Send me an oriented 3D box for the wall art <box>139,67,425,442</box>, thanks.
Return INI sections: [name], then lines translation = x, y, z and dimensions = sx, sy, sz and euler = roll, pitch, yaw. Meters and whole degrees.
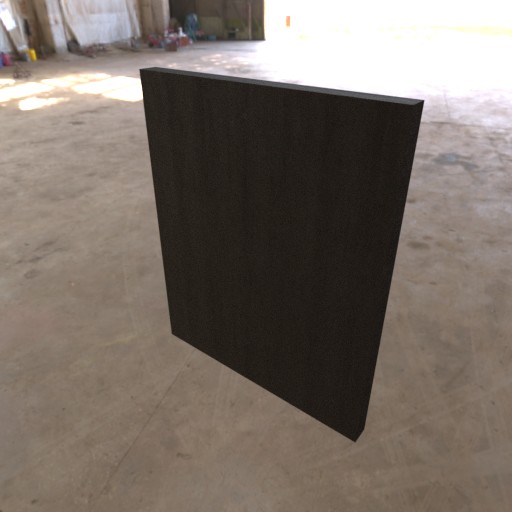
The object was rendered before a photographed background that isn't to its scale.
[wall art]
translation = 0.000, 0.000, 0.746
dimensions = 0.455, 0.552, 0.034
euler = 22, 36, 32
